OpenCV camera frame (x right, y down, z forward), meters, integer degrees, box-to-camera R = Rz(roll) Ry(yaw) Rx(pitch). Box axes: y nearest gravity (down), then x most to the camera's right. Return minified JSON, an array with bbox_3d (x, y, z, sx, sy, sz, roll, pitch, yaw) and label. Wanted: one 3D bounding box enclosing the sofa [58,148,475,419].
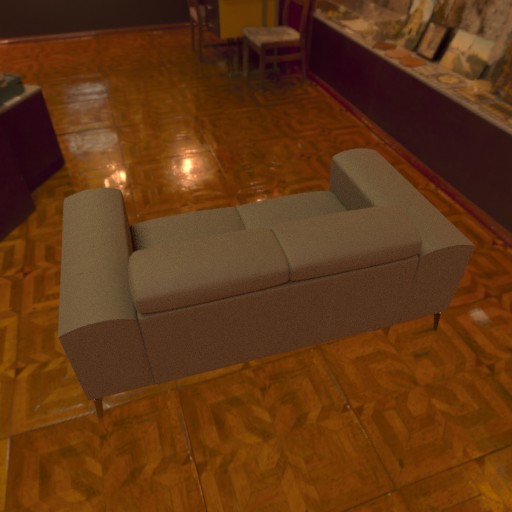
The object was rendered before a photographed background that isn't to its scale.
[{"bbox_3d":[0.000,0.000,2.386,1.895,0.779,1.003,-11,43,-12],"label":"sofa"}]
